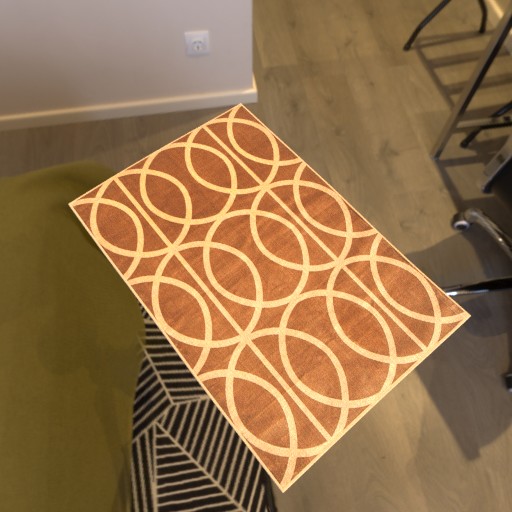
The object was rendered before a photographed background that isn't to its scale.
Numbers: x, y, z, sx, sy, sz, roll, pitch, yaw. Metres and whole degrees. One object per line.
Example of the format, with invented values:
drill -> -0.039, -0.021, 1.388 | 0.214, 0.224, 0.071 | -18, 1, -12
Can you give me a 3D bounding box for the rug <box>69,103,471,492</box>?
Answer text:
rug -> 0.000, 0.000, 2.889 | 1.526, 0.014, 2.290 | -36, 68, -17
